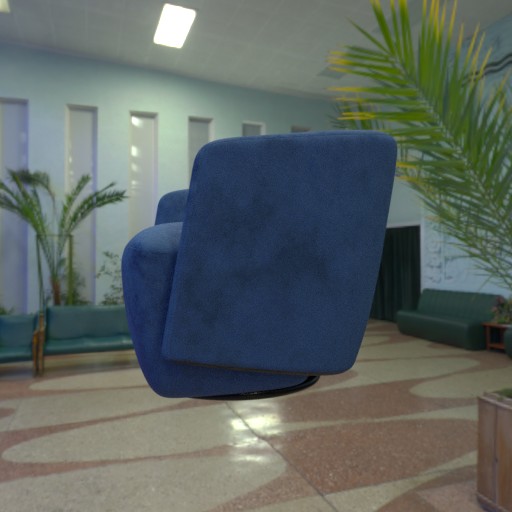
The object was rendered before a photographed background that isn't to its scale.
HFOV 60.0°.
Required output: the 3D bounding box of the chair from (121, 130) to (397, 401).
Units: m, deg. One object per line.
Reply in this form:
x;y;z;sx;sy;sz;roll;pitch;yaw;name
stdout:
0.000;0.000;1.327;0.767;0.698;0.773;0;-1;-18;chair
